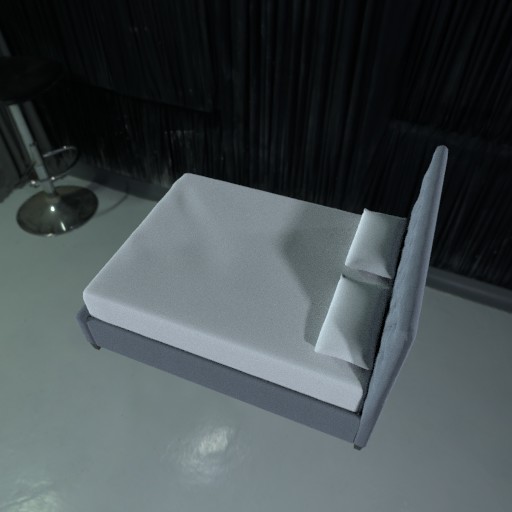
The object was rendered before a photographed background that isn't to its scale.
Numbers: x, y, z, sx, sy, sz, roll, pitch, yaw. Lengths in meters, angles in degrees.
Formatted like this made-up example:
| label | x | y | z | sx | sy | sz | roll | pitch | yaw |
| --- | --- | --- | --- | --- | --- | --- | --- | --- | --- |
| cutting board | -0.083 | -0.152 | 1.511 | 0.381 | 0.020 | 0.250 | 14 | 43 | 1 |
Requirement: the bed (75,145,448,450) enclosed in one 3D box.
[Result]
| label | x | y | z | sx | sy | sz | roll | pitch | yaw |
| --- | --- | --- | --- | --- | --- | --- | --- | --- | --- |
| bed | 0.000 | 0.000 | 3.317 | 2.231 | 1.427 | 1.698 | 16 | 48 | 15 |
